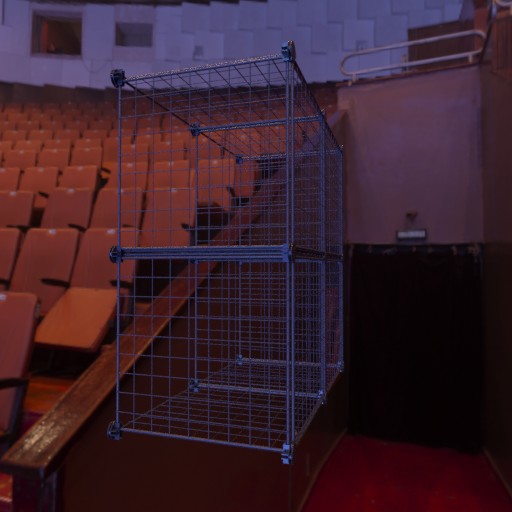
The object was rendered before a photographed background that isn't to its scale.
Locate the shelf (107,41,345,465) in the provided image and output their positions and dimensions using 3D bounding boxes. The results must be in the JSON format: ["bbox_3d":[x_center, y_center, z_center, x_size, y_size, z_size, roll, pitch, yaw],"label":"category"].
[{"bbox_3d":[0.000,0.000,1.123,0.356,0.711,0.711,0,-1,18],"label":"shelf"}]
